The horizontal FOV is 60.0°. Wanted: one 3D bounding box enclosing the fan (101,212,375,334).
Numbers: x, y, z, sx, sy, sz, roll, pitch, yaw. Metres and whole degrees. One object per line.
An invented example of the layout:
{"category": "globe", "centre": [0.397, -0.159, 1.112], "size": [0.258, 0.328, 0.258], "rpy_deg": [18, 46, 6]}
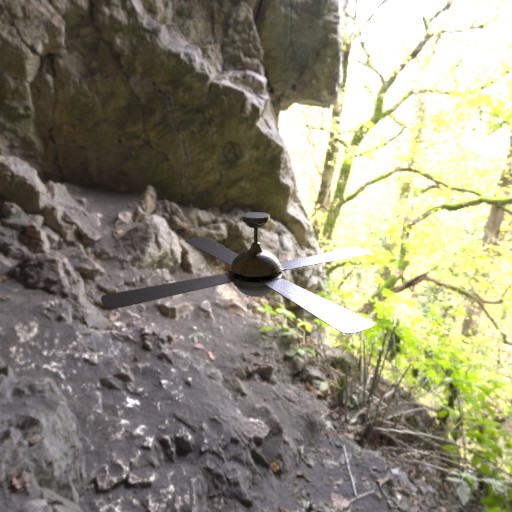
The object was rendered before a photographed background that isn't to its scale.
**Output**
{"category": "fan", "centre": [0.000, 0.000, 2.029], "size": [1.321, 0.381, 1.321], "rpy_deg": [-3, 18, -10]}
